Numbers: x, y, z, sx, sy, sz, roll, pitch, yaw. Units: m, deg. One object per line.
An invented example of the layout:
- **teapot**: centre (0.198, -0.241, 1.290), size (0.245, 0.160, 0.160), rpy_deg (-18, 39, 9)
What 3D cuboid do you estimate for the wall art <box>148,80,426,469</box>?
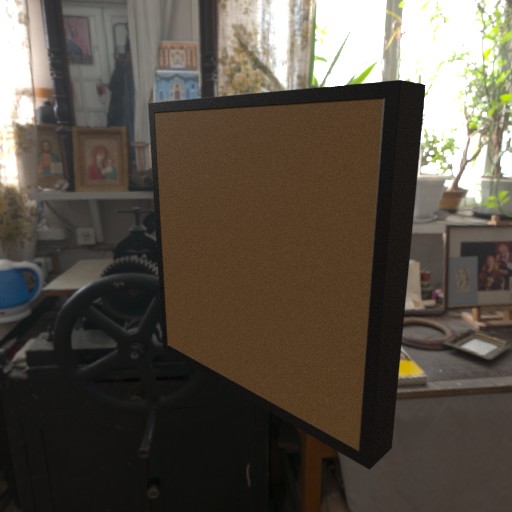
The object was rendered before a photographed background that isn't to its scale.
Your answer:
- **wall art**: centre (0.000, 0.000, 0.445), size (0.304, 0.304, 0.038), rpy_deg (15, 21, 43)
